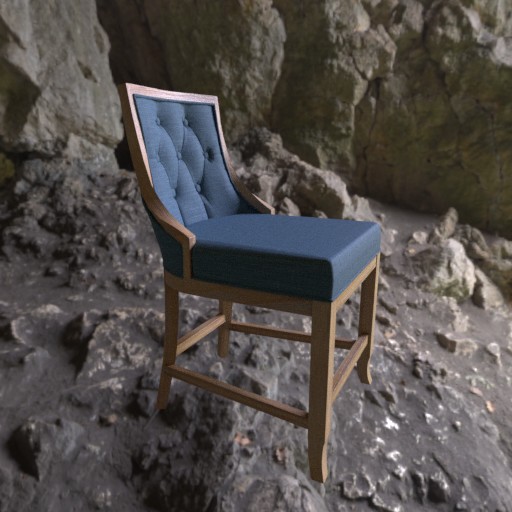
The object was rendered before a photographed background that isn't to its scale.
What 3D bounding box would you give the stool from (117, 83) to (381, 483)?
[{"bbox_3d":[0.000,0.000,1.303,0.626,0.938,0.524,7,17,26],"label":"stool"}]
